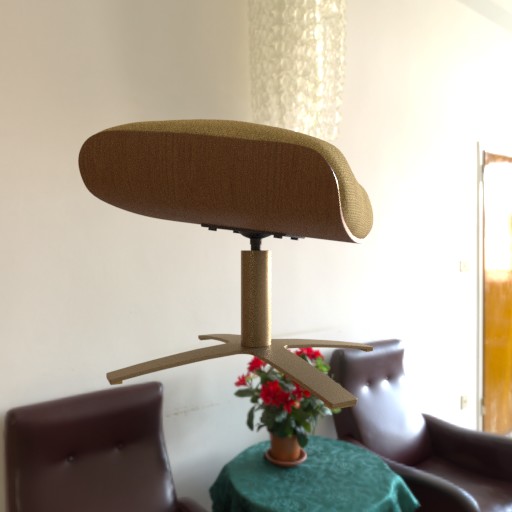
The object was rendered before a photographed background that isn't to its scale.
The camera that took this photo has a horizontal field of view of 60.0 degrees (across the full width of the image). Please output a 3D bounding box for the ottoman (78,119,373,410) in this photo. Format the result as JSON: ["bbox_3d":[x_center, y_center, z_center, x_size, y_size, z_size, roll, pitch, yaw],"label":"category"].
[{"bbox_3d":[0.000,0.000,0.806,0.394,0.391,0.520,0,1,18],"label":"ottoman"}]
